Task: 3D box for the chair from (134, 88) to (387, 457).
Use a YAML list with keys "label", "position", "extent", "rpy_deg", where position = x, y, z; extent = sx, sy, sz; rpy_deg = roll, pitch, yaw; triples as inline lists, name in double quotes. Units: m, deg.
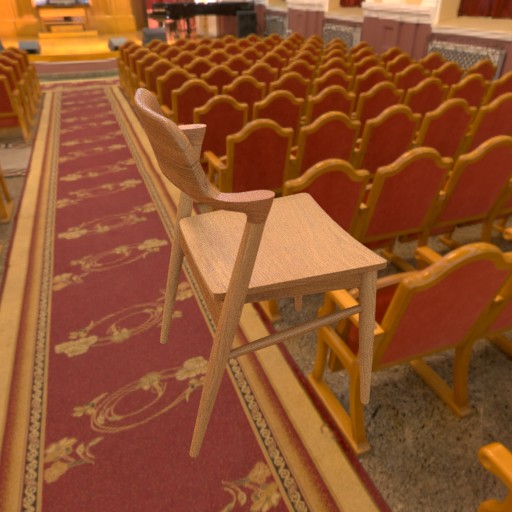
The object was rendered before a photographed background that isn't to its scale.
- label: "chair"
  position: [0.000, 0.000, 1.120]
  extent: [0.499, 0.792, 0.512]
  rpy_deg: [-11, 33, -17]
